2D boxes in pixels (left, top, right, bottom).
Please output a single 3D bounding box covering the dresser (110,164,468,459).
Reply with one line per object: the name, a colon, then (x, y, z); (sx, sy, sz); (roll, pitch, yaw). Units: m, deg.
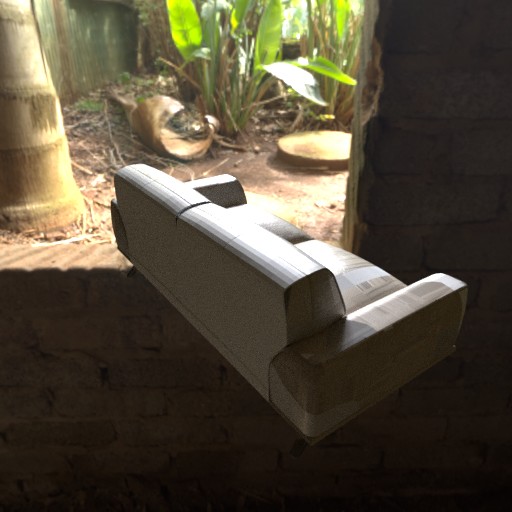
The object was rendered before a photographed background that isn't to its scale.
dresser: (0.000, 0.000, 5.796); (2.251, 1.863, 4.679); (-19, 33, -31)
